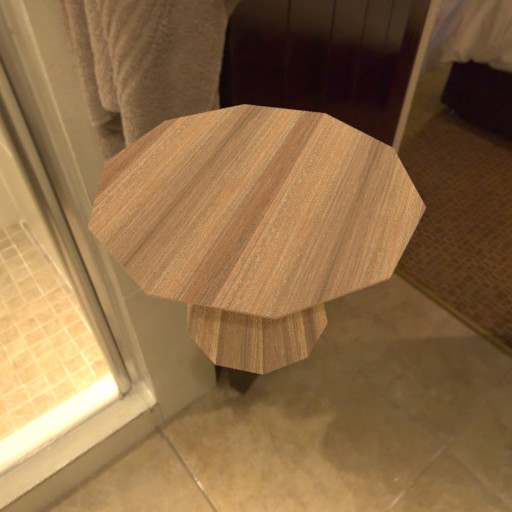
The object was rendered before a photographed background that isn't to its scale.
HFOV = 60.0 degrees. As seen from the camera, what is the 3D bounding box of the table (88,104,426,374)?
[{"bbox_3d":[0.000,0.000,1.869,1.186,0.752,1.186,0,46,0],"label":"table"}]
